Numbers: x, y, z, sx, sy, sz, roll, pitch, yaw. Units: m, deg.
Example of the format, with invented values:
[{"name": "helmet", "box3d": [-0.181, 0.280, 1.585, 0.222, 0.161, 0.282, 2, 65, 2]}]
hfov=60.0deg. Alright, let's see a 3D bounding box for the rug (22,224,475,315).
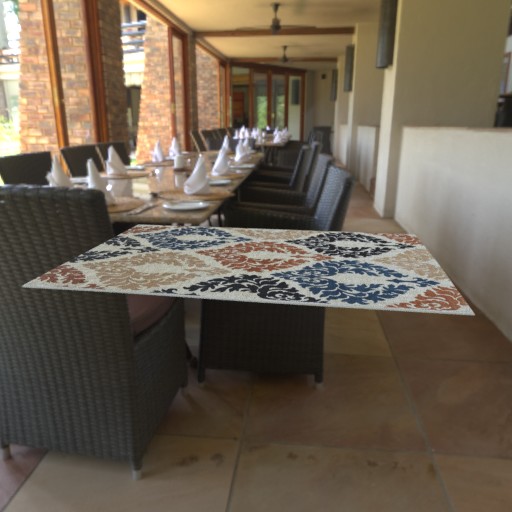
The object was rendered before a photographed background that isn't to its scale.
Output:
[{"name": "rug", "box3d": [0.000, 0.000, 2.893, 2.275, 0.014, 1.514, 3, 17, 9]}]
